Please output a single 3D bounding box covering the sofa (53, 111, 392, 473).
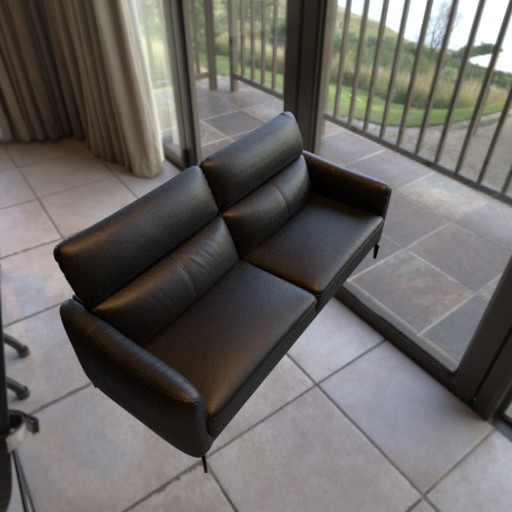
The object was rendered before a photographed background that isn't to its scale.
[{"bbox_3d":[0.000,0.000,2.548,0.856,0.957,2.069,25,46,27],"label":"sofa"}]
